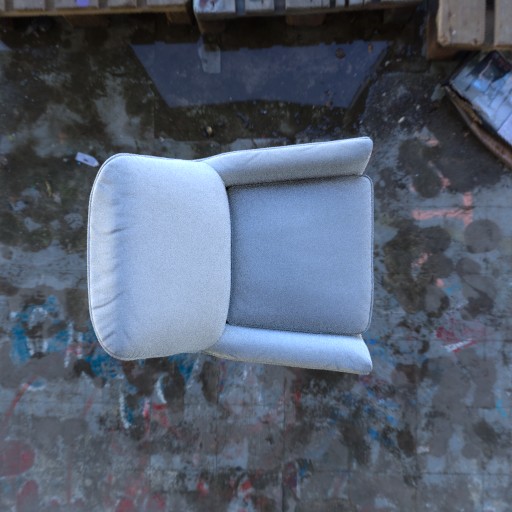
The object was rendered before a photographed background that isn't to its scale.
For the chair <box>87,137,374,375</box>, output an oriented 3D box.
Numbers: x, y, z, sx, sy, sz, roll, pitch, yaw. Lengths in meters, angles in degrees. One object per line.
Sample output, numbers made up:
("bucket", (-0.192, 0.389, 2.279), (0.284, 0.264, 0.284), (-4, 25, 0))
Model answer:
("chair", (0.000, 0.000, 1.507), (0.822, 0.888, 0.787), (0, 90, 1))
